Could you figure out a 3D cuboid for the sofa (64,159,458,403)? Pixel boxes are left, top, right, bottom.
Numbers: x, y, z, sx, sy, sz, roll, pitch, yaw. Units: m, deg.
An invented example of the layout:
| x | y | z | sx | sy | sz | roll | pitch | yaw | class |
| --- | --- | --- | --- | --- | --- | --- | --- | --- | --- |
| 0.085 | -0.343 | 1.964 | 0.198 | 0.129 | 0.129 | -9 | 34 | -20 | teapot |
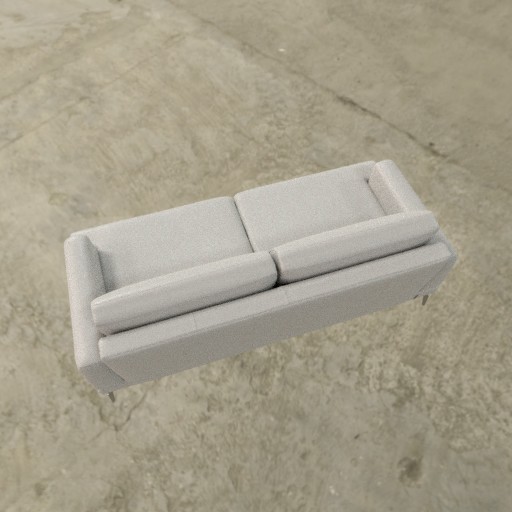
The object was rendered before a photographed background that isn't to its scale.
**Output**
| x | y | z | sx | sy | sz | roll | pitch | yaw | class |
| --- | --- | --- | --- | --- | --- | --- | --- | --- | --- |
| 0.000 | 0.000 | 2.426 | 1.940 | 0.765 | 0.974 | -15 | 58 | -10 | sofa |
